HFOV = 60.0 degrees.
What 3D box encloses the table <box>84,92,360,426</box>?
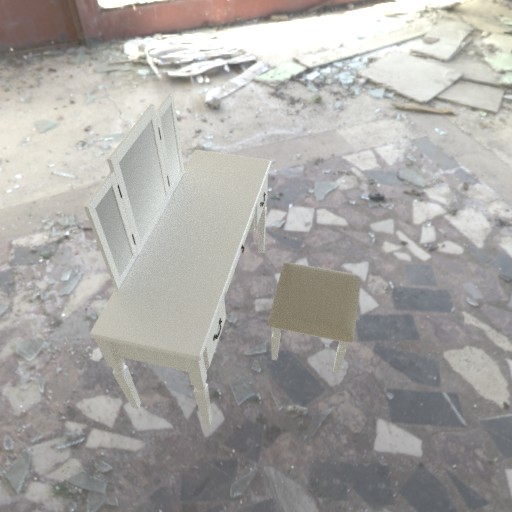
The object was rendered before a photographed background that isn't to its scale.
[{"bbox_3d":[0.000,0.000,2.264,1.115,1.310,1.369,10,48,9],"label":"table"}]
